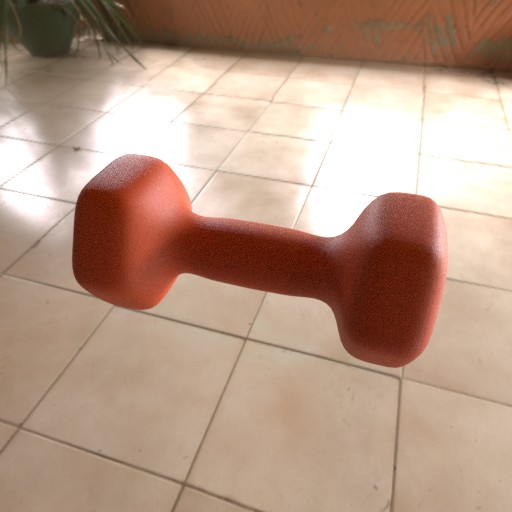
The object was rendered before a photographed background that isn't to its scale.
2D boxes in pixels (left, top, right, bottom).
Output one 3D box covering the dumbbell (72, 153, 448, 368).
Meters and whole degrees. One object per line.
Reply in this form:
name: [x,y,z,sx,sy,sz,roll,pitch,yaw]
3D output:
dumbbell: [0.000,0.000,0.208,0.162,0.071,0.079,11,41,13]
